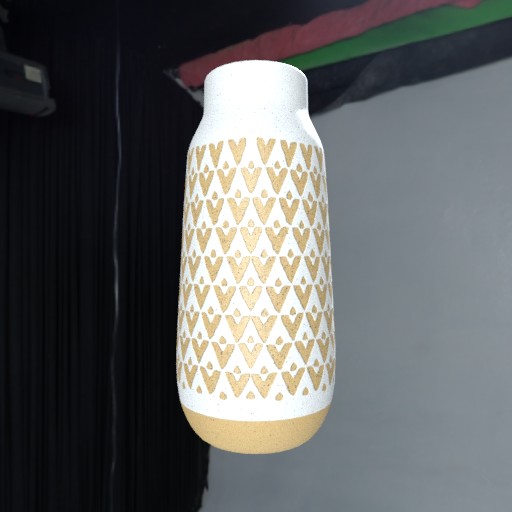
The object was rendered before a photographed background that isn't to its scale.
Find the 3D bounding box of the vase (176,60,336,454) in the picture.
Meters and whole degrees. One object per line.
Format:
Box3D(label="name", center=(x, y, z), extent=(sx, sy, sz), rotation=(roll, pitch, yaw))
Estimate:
Box3D(label="vase", center=(0.000, 0.000, 0.390), extent=(0.137, 0.307, 0.137), rotation=(0, -1, 0))
